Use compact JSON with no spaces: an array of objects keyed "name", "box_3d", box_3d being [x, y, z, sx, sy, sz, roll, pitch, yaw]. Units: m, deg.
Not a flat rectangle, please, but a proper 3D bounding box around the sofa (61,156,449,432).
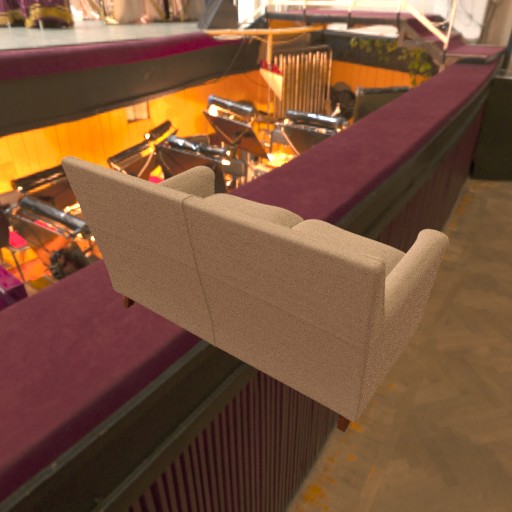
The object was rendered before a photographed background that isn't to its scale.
[{"name":"sofa","box_3d":[0.000,0.000,2.073,1.482,0.892,0.891,21,37,31]}]
